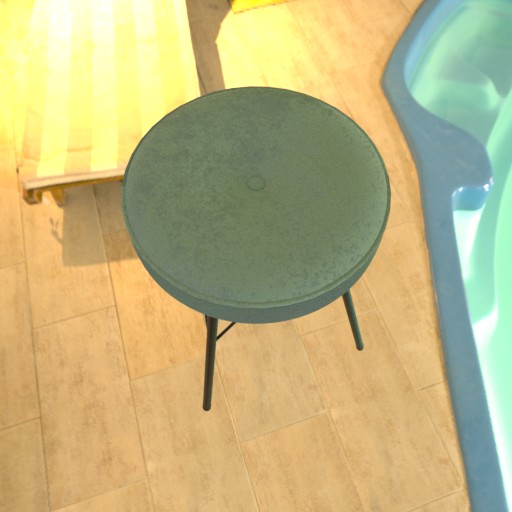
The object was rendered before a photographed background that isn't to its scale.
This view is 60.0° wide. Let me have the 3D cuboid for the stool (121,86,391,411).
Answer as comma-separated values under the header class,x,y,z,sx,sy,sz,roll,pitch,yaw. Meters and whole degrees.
class,x,y,z,sx,sy,sz,roll,pitch,yaw
stool,0.000,0.000,0.885,0.457,0.519,0.458,-11,63,-6
